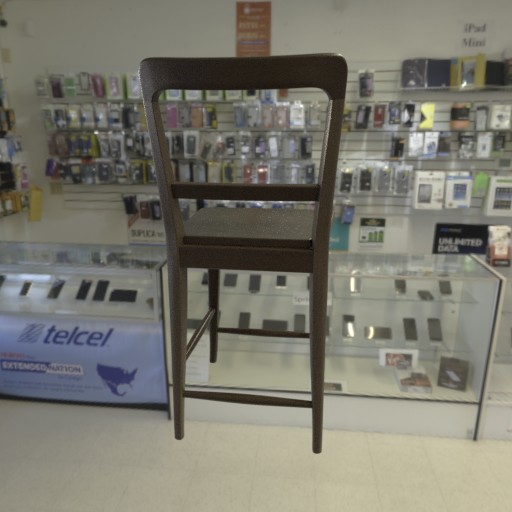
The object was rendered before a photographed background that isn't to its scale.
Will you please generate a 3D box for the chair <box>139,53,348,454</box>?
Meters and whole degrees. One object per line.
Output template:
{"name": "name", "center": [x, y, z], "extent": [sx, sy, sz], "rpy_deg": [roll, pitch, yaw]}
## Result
{"name": "chair", "center": [0.000, 0.000, 1.273], "extent": [0.450, 0.991, 0.546], "rpy_deg": [2, 16, 8]}
